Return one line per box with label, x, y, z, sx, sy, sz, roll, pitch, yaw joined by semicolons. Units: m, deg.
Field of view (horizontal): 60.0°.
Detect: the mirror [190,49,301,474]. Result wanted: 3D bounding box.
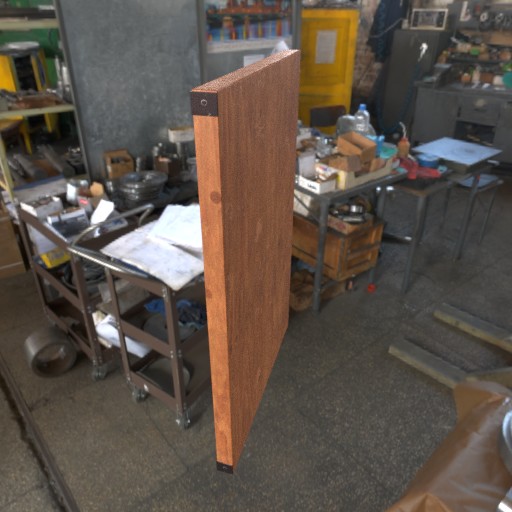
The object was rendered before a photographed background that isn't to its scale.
mirror;0.000;0.000;0.951;0.053;0.761;0.517;8;31;14
